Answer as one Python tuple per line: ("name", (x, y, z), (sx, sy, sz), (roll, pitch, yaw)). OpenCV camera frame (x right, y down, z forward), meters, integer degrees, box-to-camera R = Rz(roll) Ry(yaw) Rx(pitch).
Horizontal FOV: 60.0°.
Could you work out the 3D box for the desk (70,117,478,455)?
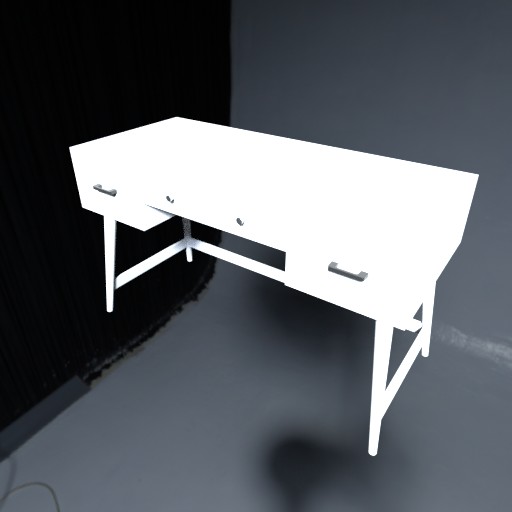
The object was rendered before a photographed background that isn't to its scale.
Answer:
("desk", (0.000, 0.000, 1.719), (1.313, 0.762, 0.589), (20, 36, 30))
